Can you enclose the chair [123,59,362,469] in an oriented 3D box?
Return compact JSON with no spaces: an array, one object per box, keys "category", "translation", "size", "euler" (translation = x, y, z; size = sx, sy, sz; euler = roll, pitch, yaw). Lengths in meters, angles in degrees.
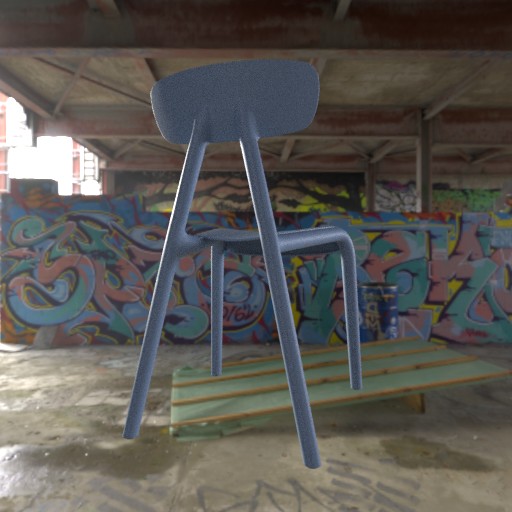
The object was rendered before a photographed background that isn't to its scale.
[{"category":"chair","translation":[0.000,0.000,0.838],"size":[0.356,0.580,0.401],"euler":[0,0,19]}]
